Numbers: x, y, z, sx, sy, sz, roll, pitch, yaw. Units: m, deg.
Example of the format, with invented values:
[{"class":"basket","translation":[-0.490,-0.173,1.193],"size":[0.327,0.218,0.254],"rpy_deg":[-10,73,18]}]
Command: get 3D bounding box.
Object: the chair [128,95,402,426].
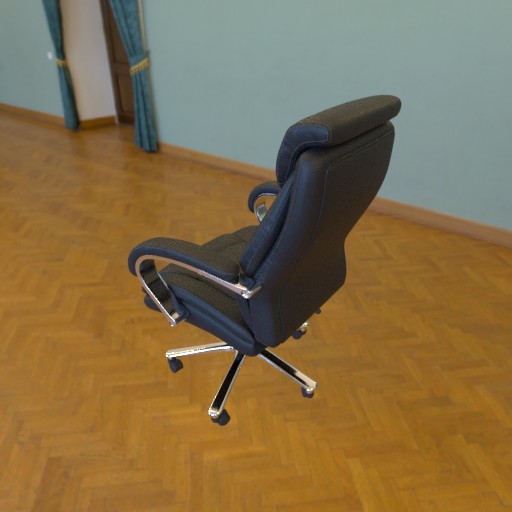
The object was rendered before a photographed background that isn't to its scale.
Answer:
[{"class":"chair","translation":[0.000,0.000,1.674],"size":[0.790,1.183,0.755],"rpy_deg":[20,35,31]}]
